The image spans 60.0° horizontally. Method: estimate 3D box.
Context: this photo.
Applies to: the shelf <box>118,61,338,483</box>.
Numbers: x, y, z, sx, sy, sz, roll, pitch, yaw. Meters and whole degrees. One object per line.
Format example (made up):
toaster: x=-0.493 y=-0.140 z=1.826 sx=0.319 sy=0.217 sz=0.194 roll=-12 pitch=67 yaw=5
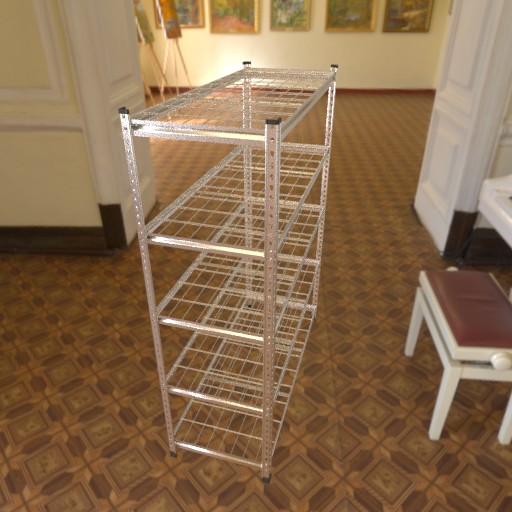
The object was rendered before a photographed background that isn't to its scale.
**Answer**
shelf: x=0.000 y=0.000 z=2.671 sx=0.610 sy=1.981 sz=1.524 roll=8 pitch=31 yaw=14
